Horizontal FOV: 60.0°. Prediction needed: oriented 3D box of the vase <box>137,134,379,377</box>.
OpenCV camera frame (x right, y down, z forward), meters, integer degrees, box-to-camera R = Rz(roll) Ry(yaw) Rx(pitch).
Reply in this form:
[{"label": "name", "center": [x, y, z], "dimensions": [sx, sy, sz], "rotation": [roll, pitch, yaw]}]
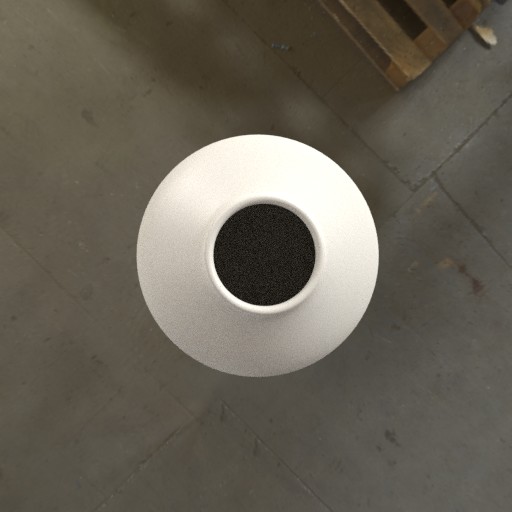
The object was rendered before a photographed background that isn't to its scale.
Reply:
[{"label": "vase", "center": [0.000, 0.000, 0.349], "dimensions": [0.169, 0.237, 0.169], "rotation": [0, 90, -2]}]
